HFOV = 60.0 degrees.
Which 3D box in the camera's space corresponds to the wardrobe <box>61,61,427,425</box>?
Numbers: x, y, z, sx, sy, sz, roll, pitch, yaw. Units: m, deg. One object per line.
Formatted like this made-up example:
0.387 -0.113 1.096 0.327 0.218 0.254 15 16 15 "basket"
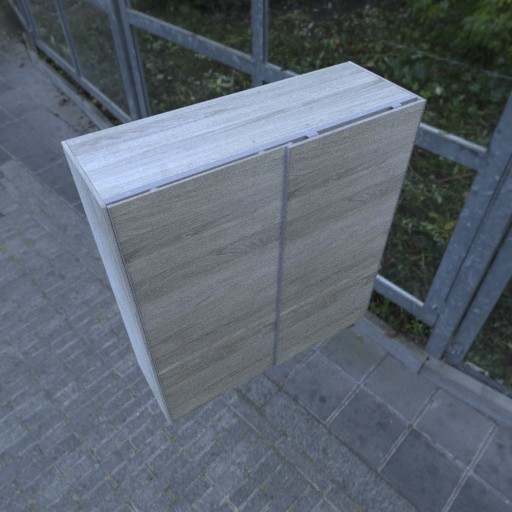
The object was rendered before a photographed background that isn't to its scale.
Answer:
0.000 0.000 2.924 1.780 1.960 0.629 -24 50 -22 "wardrobe"
